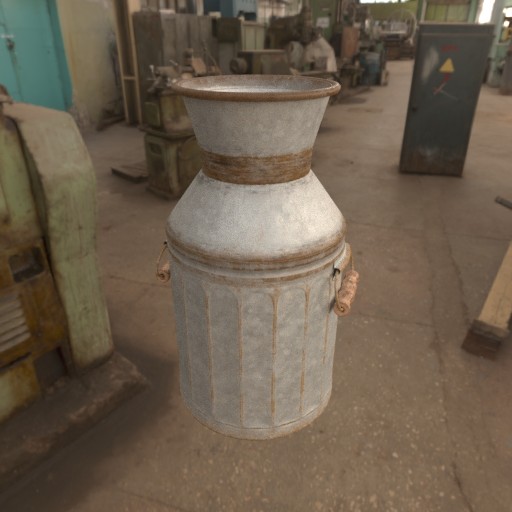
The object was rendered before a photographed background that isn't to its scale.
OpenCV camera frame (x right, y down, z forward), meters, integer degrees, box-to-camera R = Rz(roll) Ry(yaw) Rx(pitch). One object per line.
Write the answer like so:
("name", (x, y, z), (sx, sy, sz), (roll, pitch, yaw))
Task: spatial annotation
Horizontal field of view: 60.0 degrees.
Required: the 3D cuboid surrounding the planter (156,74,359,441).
("planter", (0.000, 0.000, 0.540), (0.245, 0.396, 0.214), (9, 29, 17))
